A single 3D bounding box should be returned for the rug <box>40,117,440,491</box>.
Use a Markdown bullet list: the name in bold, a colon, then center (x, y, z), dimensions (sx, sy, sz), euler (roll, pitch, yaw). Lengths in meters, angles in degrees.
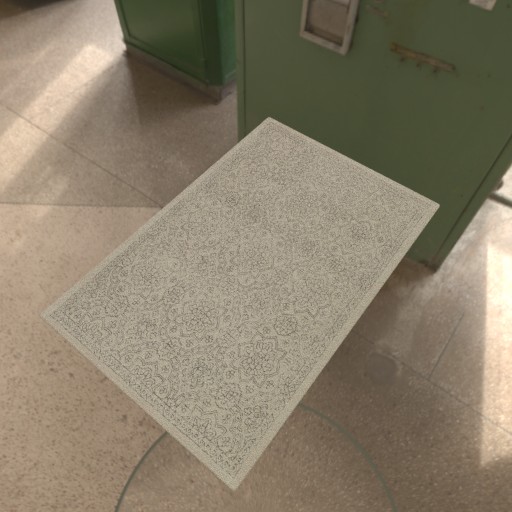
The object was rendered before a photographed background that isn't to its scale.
- **rug**: center (0.000, 0.000, 2.319), dimensions (1.219, 0.010, 1.829), euler (33, 63, 20)
